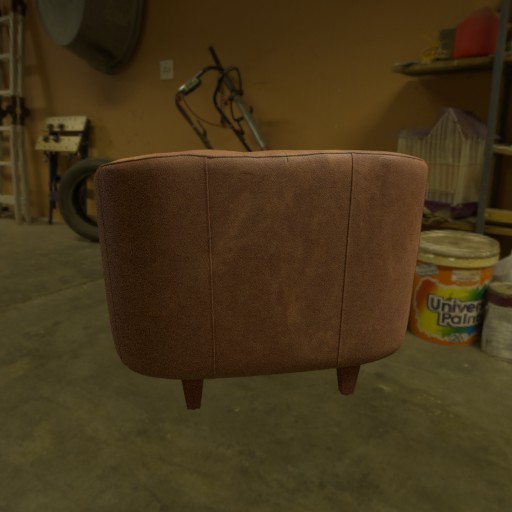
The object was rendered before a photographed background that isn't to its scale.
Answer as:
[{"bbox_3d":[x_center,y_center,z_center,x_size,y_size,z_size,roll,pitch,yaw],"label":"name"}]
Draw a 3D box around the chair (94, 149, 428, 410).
[{"bbox_3d":[0.000,0.000,1.743,1.119,0.836,0.911,-2,15,-9],"label":"chair"}]
